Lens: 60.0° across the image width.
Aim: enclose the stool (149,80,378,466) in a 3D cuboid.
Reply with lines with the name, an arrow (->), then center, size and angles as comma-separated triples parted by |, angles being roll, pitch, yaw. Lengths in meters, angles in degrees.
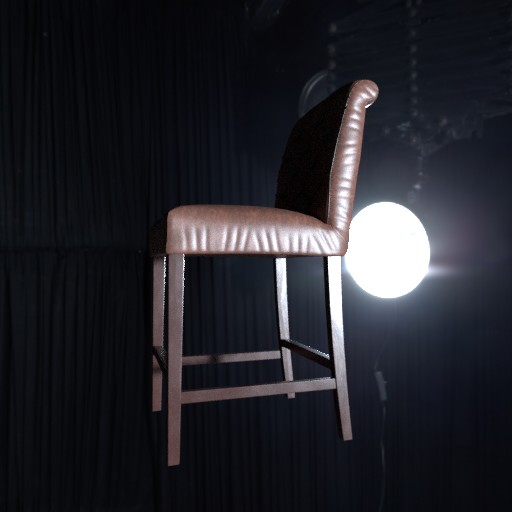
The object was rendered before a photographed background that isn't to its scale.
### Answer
stool -> 0.000, 0.000, 1.458 | 0.660, 1.084, 0.486 | 0, -1, -18
